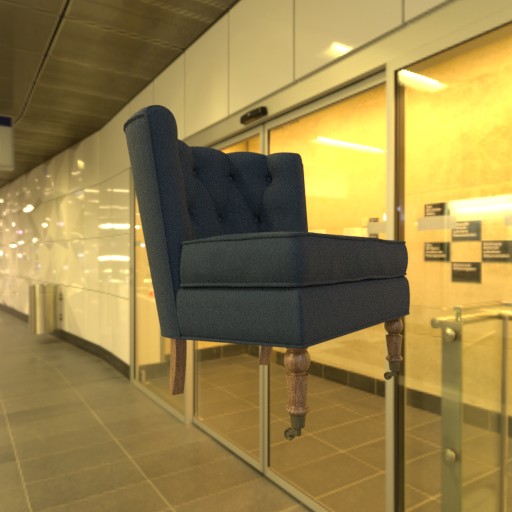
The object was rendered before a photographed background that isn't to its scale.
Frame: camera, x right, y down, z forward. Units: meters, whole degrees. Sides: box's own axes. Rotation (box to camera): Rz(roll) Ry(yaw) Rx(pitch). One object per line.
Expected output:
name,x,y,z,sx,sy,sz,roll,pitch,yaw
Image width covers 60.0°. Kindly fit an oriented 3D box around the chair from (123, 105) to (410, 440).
chair,0.000,0.000,1.337,0.718,0.771,0.740,0,0,37
